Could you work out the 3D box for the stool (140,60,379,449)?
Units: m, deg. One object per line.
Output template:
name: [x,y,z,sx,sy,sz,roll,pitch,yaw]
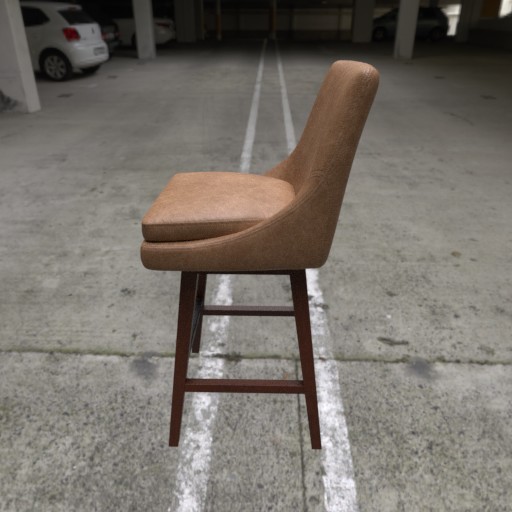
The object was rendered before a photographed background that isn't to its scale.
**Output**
stool: [0.000,0.000,1.346,0.572,1.079,0.487,1,26,1]
